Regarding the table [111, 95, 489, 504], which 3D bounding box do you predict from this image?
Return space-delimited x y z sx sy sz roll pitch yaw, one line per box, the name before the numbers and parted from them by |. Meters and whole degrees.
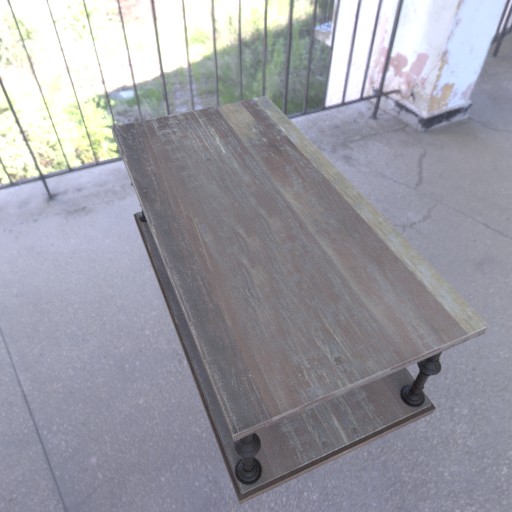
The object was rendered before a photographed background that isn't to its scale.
table | 0.000 0.000 1.308 0.554 0.399 1.088 -17 48 -16
